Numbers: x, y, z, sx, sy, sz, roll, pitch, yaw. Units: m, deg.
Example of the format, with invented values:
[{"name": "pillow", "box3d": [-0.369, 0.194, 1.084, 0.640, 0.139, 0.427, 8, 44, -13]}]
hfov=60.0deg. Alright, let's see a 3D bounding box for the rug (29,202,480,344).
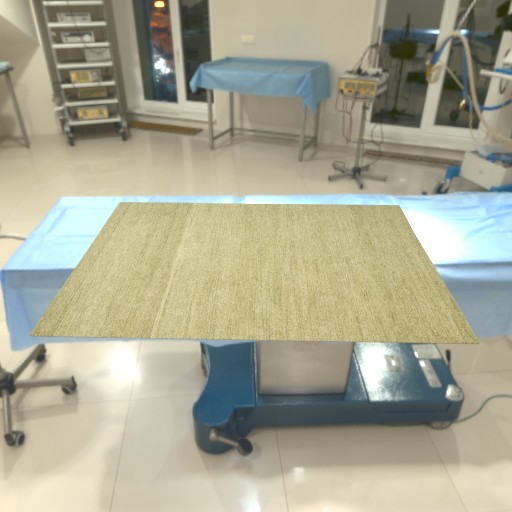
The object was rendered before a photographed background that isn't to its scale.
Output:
[{"name": "rug", "box3d": [0.000, 0.000, 2.910, 2.270, 0.017, 1.606, 1, 32, 1]}]
